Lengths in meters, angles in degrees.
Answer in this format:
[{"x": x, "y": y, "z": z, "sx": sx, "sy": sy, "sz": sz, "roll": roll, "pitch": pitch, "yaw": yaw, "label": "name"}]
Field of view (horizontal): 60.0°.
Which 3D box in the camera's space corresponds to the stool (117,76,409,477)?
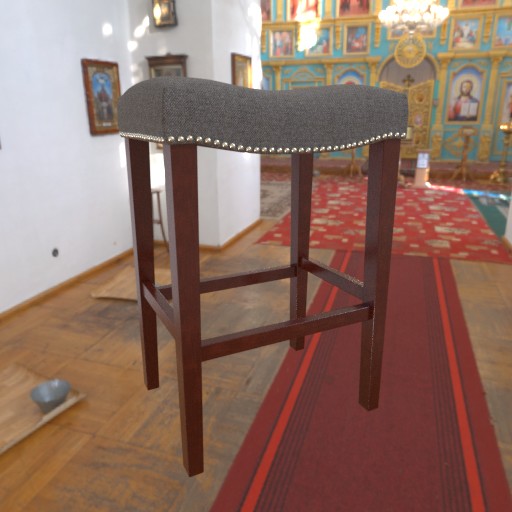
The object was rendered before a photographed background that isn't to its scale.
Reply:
[{"x": 0.000, "y": 0.000, "z": 1.014, "sx": 0.504, "sy": 0.742, "sz": 0.372, "roll": -9, "pitch": 19, "yaw": -26, "label": "stool"}]
